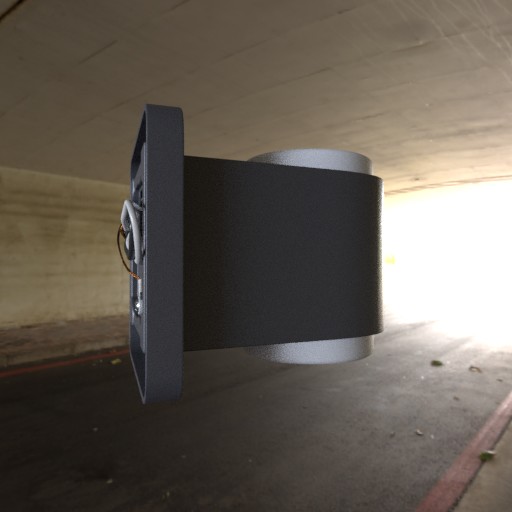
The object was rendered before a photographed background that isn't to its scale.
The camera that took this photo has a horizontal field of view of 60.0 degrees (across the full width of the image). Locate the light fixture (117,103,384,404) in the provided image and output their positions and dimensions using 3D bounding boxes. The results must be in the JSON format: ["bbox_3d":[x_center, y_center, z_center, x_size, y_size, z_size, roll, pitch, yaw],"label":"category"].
[{"bbox_3d":[0.000,0.000,0.220,0.132,0.109,0.109,0,-1,-19],"label":"light fixture"}]
